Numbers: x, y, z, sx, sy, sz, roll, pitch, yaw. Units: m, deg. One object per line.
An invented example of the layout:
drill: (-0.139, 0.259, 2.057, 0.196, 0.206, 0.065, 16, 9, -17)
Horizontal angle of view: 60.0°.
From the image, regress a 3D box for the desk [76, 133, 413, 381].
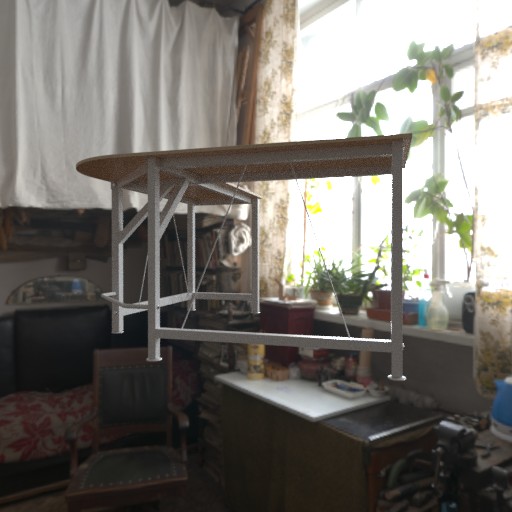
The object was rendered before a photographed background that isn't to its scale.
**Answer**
desk: (0.000, 0.000, 2.212, 1.400, 0.762, 1.400, 0, 1, 16)
